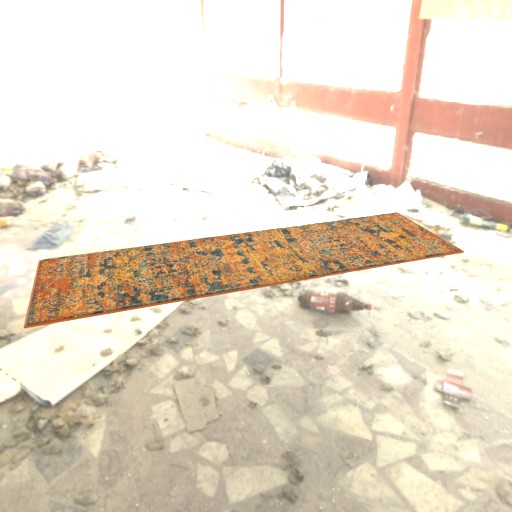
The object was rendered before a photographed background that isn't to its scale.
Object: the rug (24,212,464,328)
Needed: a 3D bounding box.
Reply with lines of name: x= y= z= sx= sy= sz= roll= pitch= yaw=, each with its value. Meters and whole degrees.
rug: x=0.000 y=0.000 z=2.455 sx=2.274 sy=0.016 sz=0.651 roll=-9 pitch=28 yaw=-17
